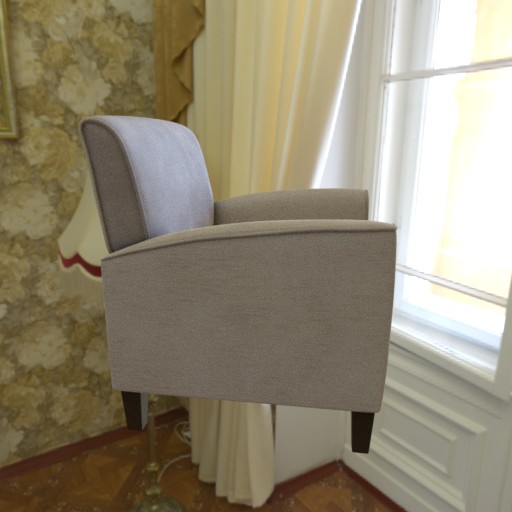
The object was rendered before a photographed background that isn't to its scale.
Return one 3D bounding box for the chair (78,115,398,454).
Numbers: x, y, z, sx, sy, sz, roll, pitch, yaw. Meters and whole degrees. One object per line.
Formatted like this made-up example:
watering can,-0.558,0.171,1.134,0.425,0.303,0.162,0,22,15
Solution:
chair,0.000,0.000,1.527,0.821,0.915,0.820,2,15,8
